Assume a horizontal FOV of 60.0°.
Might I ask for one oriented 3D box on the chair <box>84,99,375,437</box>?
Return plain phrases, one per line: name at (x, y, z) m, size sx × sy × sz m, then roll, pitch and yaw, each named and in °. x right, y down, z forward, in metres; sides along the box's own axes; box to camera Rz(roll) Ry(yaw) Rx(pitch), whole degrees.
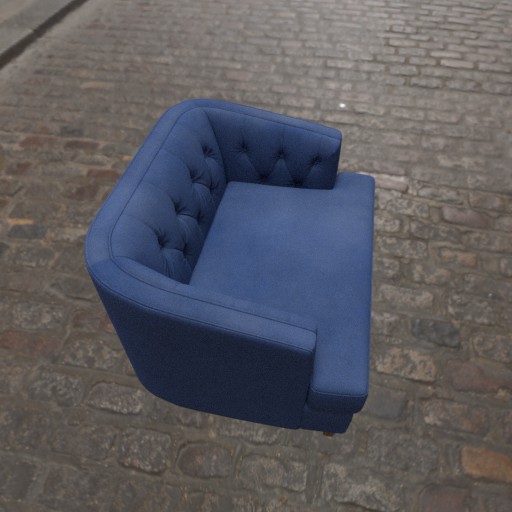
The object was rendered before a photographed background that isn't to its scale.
chair at (0.000, 0.000, 1.782) m, size 0.914 × 0.787 × 1.118 m, roll 8°, pitch 48°, yaw 8°
